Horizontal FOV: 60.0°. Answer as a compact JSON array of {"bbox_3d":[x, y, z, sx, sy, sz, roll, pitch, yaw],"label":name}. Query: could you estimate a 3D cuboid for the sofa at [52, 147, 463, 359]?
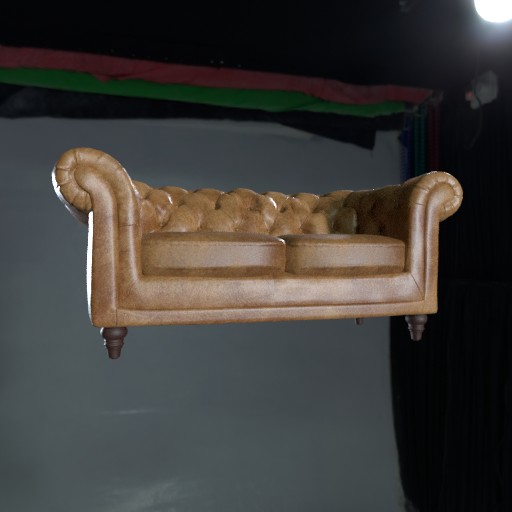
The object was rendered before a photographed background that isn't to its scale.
[{"bbox_3d":[0.000,0.000,2.474,1.979,0.877,1.042,0,-1,-17],"label":"sofa"}]
